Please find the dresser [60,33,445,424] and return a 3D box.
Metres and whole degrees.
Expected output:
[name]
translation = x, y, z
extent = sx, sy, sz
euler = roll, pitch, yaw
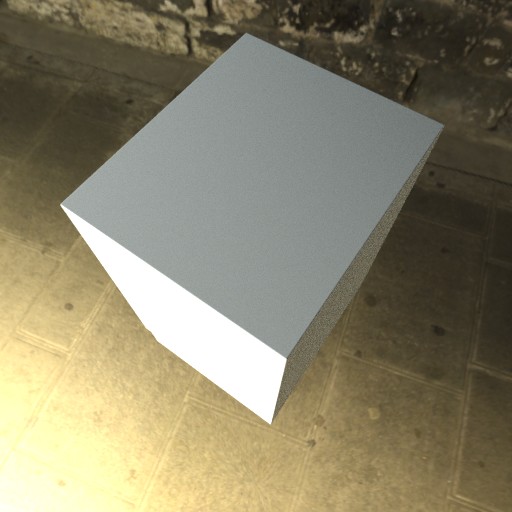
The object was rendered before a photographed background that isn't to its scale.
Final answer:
[dresser]
translation = 0.000, 0.000, 0.836
extent = 0.360, 0.560, 0.400
euler = 32, 67, 15
